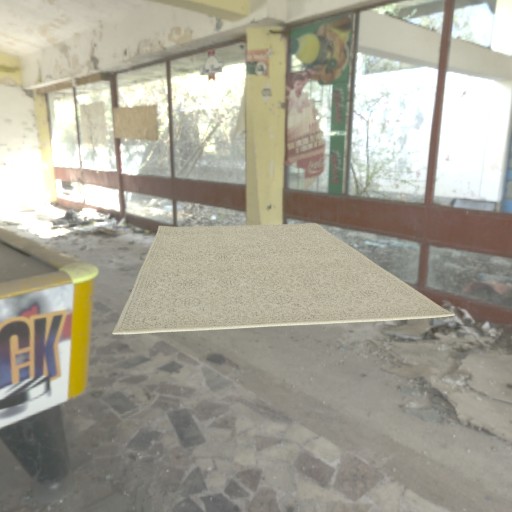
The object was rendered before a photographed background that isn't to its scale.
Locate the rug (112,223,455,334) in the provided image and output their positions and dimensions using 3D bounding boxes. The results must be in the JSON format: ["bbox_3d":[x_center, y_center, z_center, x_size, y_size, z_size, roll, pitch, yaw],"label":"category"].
[{"bbox_3d":[0.000,0.000,2.469,1.214,0.023,1.947,-2,14,-7],"label":"rug"}]
